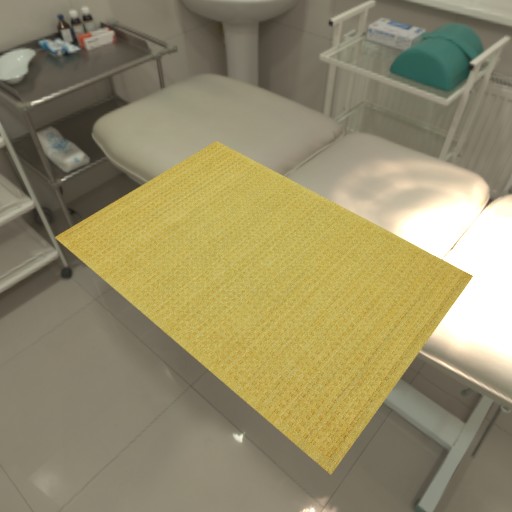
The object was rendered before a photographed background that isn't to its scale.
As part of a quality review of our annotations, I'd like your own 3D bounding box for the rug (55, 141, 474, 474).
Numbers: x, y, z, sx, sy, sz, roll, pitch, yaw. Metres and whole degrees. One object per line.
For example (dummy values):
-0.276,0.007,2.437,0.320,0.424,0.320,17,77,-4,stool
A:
0.000,0.000,3.689,2.895,0.006,1.981,33,55,27,rug
